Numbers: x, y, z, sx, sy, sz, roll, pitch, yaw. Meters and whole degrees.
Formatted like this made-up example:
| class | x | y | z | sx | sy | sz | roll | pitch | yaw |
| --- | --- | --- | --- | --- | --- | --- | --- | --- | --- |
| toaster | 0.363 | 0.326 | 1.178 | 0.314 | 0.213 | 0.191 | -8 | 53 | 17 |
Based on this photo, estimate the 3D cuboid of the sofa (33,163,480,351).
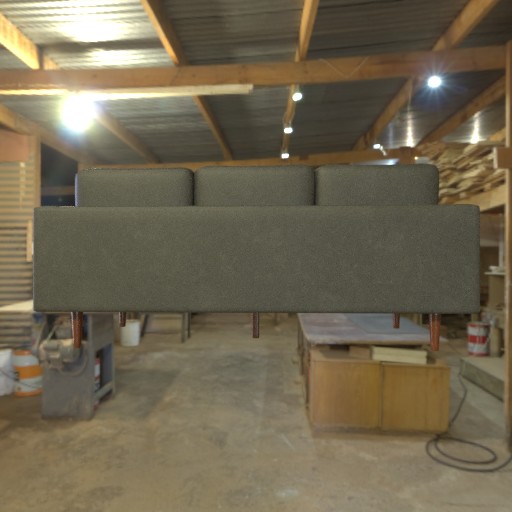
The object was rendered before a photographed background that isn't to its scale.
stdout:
| class | x | y | z | sx | sy | sz | roll | pitch | yaw |
| --- | --- | --- | --- | --- | --- | --- | --- | --- | --- |
| sofa | 0.000 | 0.000 | 2.444 | 2.029 | 0.899 | 0.879 | 0 | 0 | 2 |
